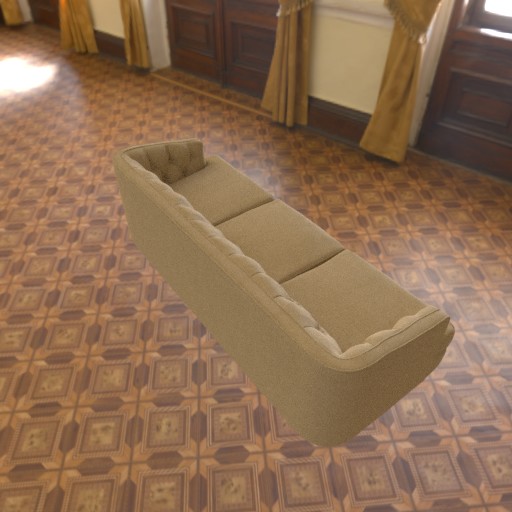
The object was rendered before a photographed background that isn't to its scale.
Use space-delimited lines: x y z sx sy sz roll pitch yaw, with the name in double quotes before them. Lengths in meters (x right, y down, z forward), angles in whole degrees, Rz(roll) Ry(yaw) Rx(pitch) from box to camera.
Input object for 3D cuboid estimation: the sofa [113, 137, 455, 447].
"sofa" 0.000 0.000 2.731 0.913 0.788 2.235 -27 48 -27
